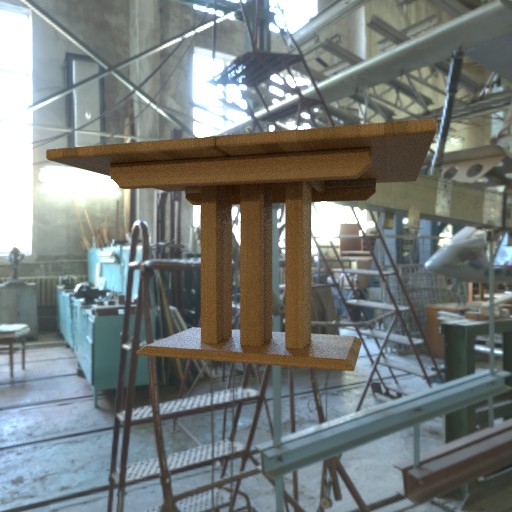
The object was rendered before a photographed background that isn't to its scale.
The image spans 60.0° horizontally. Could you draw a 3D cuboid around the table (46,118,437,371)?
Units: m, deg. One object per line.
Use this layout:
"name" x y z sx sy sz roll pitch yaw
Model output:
"table" 0.000 0.000 1.828 1.300 0.770 0.900 0 1 17
